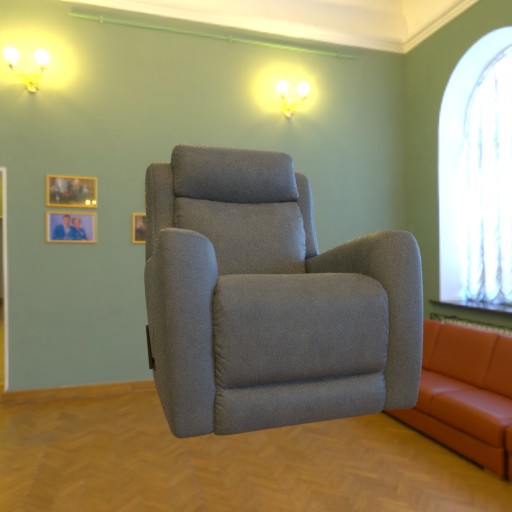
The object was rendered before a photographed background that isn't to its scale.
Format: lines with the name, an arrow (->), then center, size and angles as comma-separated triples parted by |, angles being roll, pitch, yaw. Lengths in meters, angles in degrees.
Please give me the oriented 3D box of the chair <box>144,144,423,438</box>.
chair -> 0.000, 0.000, 1.921 | 0.967, 1.116, 1.068 | 0, 0, -18
